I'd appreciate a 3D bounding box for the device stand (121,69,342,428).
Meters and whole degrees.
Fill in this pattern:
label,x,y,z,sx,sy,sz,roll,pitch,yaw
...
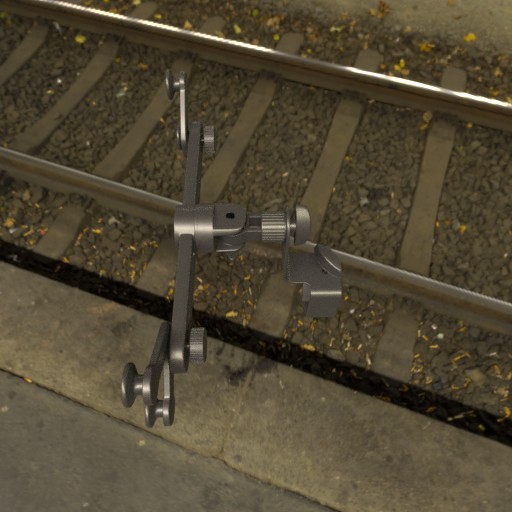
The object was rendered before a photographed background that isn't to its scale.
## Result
label,x,y,z,sx,sy,sz,roll,pitch,yaw
device stand,0.000,0.000,0.363,0.142,0.166,0.270,-1,59,0
